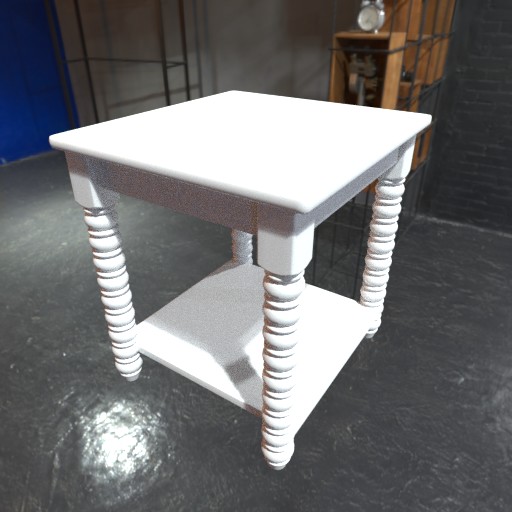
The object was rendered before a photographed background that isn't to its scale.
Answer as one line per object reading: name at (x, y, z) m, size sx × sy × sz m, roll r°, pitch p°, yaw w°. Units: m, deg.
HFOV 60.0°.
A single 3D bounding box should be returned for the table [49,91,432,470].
table at (0.000, 0.000, 0.962) m, size 0.500 × 0.563 × 0.533 m, roll 19°, pitch 35°, yaw 29°
